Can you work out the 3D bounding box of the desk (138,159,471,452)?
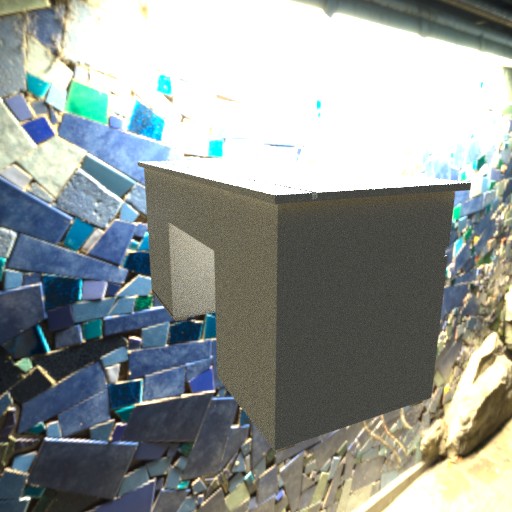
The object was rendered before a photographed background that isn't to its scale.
[{"bbox_3d":[0.000,0.000,1.973,0.670,0.760,1.580,-7,17,-25],"label":"desk"}]
